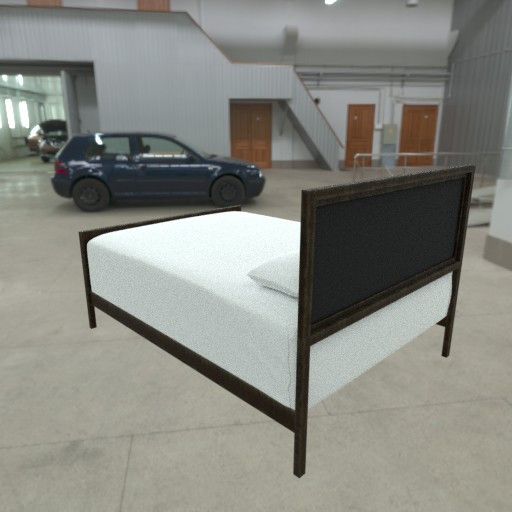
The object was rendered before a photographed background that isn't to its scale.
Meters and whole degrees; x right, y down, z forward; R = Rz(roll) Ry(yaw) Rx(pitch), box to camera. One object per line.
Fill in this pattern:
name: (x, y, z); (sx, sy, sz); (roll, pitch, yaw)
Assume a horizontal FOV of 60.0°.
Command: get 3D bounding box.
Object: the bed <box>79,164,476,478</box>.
bed: (0.000, 0.000, 3.134); (1.607, 1.313, 2.221); (-16, 23, -42)
